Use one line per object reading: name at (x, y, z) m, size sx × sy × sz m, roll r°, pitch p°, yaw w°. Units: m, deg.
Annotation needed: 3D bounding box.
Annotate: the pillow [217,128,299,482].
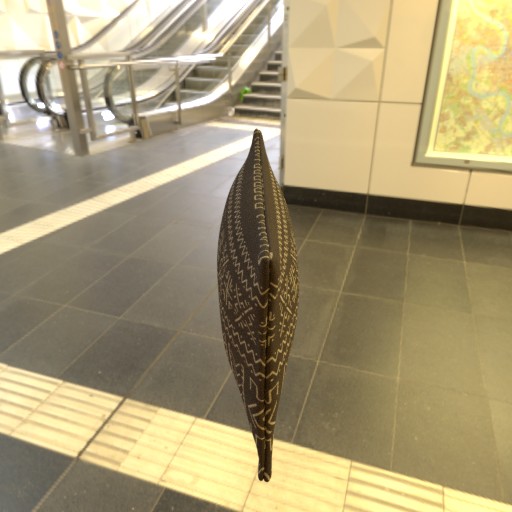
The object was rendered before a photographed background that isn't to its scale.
pillow at (0.000, 0.000, 0.790) m, size 0.135 × 0.322 × 0.667 m, roll 0°, pitch 27°, yaw -1°
